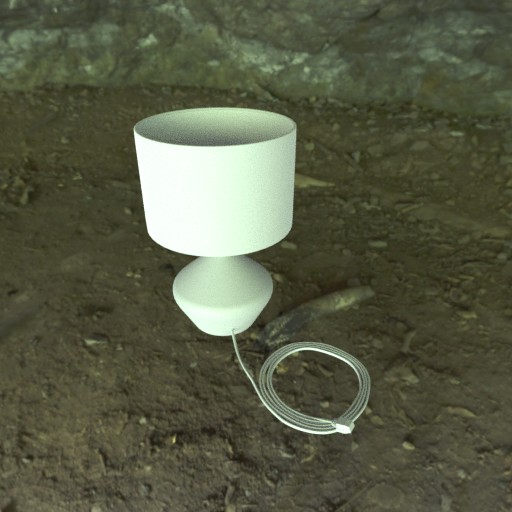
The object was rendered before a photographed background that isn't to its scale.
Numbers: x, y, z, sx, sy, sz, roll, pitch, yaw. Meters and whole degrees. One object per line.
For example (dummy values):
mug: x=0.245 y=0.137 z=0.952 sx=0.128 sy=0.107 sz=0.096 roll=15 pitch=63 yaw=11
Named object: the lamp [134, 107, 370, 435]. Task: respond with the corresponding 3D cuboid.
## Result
lamp: x=0.000 y=0.000 z=0.864 sx=0.401 sy=0.457 sz=0.546 roll=-7 pitch=31 yaw=-12
